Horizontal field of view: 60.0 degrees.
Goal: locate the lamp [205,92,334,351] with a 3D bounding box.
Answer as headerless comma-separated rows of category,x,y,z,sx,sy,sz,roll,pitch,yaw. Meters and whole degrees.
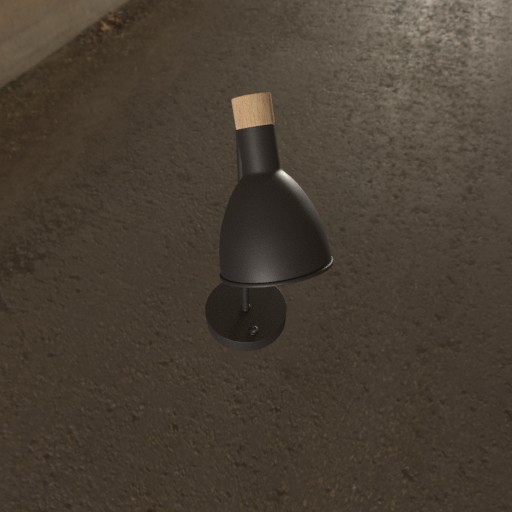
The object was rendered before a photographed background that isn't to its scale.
lamp,0.000,0.000,0.618,0.152,0.483,0.287,-12,49,-10
